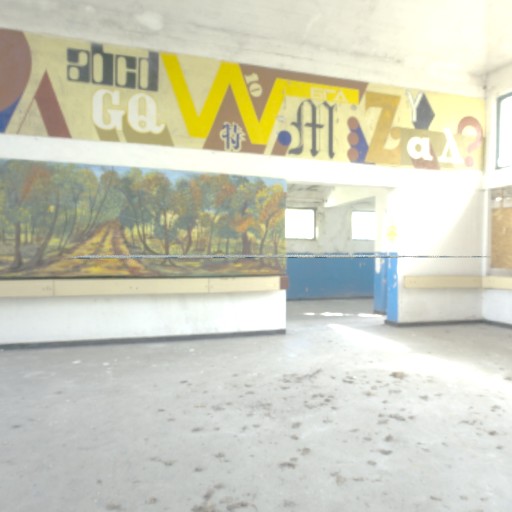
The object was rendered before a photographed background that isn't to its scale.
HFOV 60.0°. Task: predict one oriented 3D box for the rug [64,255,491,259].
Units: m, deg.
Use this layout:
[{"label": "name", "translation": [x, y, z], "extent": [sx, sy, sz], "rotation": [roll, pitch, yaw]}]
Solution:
[{"label": "rug", "translation": [0.000, 0.000, 4.143], "extent": [3.059, 0.008, 2.453], "rotation": [0, 0, -17]}]
